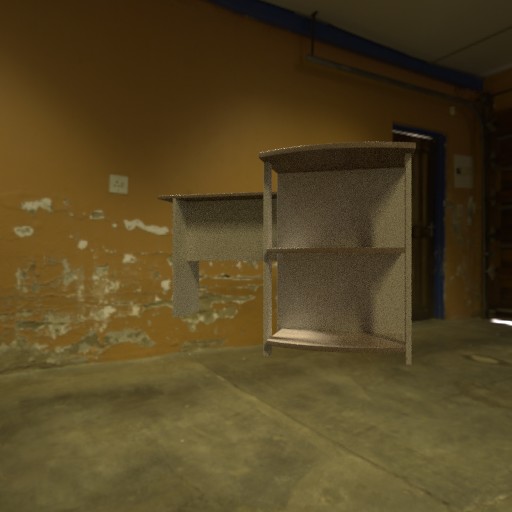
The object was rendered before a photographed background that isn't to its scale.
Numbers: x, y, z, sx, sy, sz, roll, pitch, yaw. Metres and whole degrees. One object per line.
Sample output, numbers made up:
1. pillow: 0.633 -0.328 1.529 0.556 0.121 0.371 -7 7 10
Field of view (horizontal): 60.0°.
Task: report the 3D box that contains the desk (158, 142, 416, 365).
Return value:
1. desk: 0.000 0.000 2.136 1.361 0.716 1.303 0 0 15
